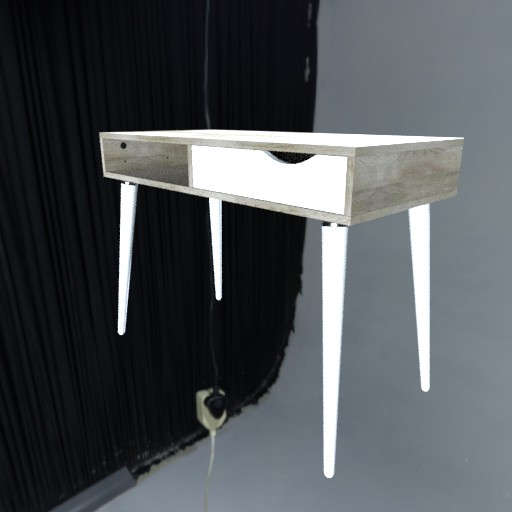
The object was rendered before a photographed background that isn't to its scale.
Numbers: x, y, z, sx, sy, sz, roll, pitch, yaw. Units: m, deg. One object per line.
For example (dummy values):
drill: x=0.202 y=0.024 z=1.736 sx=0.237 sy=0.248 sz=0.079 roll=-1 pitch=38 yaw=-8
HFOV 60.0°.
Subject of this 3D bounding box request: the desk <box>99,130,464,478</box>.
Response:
desk: x=0.000 y=0.000 z=1.372 sx=0.491 sy=0.723 sz=0.979 roll=-16 pitch=24 yaw=-42
